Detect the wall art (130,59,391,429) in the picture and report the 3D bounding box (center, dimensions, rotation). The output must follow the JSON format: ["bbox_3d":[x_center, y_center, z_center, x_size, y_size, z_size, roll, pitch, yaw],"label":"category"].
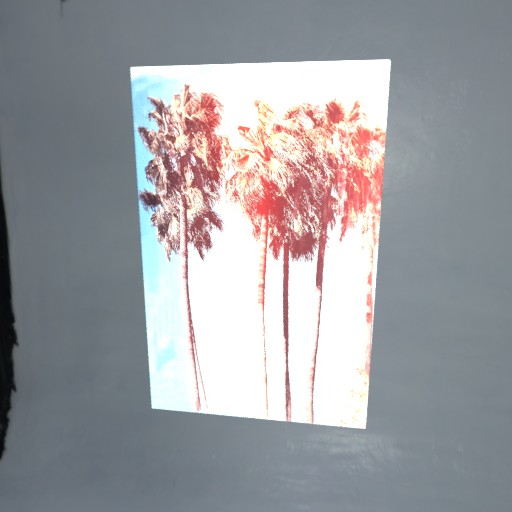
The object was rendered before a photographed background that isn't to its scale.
[{"bbox_3d":[0.000,0.000,0.760,0.401,0.610,0.038,2,14,9],"label":"wall art"}]
